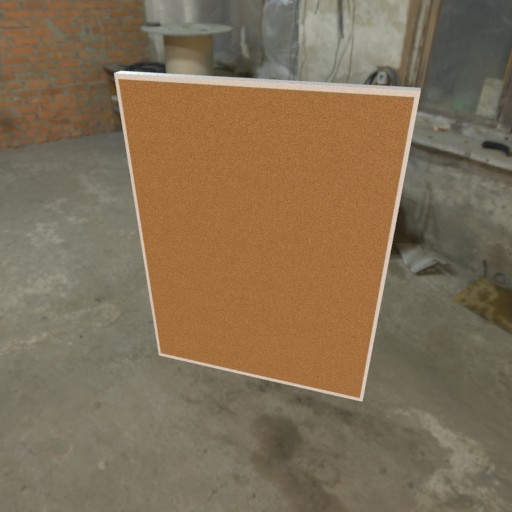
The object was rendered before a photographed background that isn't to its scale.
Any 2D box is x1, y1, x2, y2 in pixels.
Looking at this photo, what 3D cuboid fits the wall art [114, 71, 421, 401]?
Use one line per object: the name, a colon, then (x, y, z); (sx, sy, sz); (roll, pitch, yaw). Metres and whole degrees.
wall art: (0.000, 0.000, 1.399); (0.795, 1.050, 0.039); (9, 33, 14)
